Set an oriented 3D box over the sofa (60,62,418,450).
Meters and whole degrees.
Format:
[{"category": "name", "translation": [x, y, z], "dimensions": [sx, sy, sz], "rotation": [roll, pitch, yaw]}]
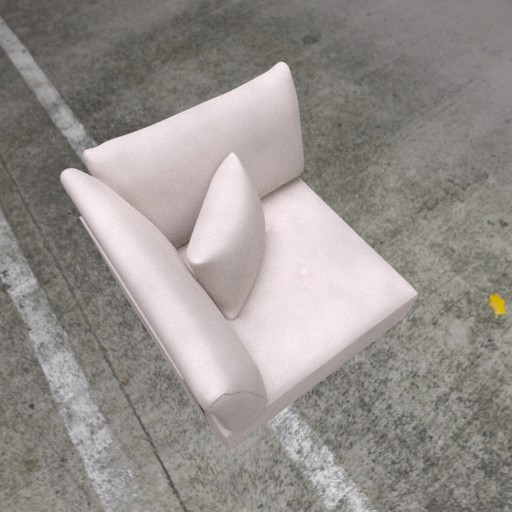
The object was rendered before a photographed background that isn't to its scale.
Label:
[{"category": "sofa", "translation": [0.000, 0.000, 1.754], "dimensions": [1.000, 0.820, 1.000], "rotation": [-31, 63, -18]}]
